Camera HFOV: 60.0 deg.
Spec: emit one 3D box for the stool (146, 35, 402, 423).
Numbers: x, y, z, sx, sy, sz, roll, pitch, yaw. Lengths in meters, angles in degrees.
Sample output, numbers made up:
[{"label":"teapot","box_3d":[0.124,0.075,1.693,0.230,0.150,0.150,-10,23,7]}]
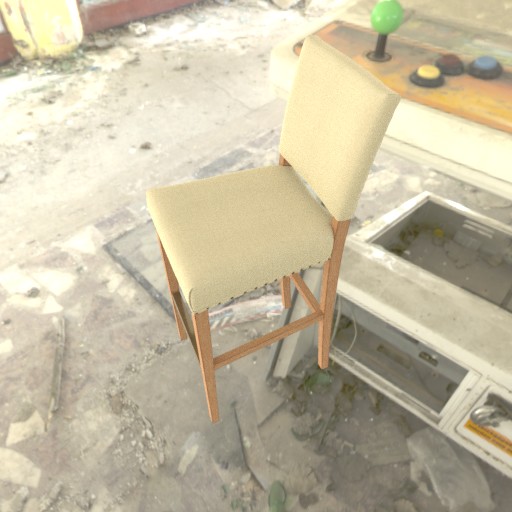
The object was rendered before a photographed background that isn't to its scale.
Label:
[{"label":"stool","box_3d":[0.000,0.000,1.401,0.546,1.143,0.428,-18,49,-16]}]
